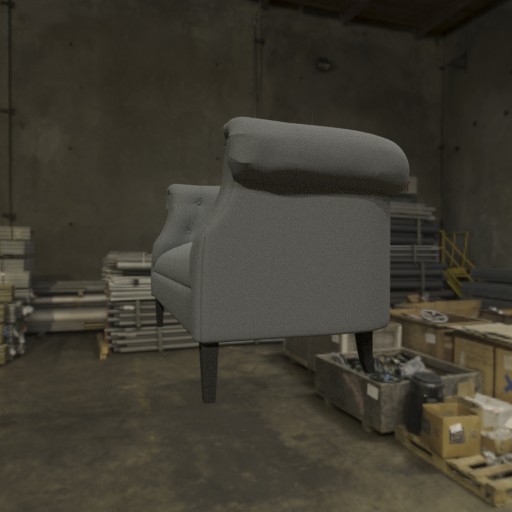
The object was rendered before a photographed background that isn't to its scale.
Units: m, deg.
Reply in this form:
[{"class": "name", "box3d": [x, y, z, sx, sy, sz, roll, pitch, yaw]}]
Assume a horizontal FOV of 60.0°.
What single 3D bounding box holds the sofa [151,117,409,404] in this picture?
[{"class": "sofa", "box3d": [0.000, 0.000, 2.029, 0.835, 0.827, 1.558, 0, 1, -18]}]
